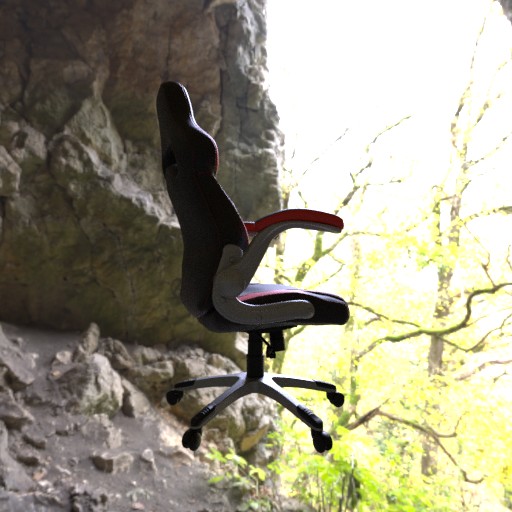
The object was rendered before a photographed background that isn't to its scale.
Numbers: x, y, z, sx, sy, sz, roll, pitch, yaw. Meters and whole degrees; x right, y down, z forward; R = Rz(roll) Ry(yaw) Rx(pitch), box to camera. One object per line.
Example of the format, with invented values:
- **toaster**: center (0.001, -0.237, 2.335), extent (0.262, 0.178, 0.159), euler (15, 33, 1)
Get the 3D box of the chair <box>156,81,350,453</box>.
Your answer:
- **chair**: center (0.000, 0.000, 1.622), extent (0.712, 1.165, 0.758), euler (0, 0, -18)
